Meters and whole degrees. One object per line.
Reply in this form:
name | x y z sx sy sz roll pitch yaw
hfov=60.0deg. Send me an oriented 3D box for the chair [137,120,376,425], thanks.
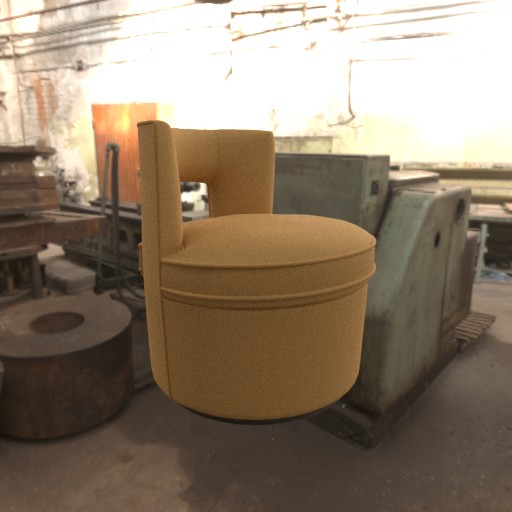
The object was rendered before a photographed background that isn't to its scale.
chair | 0.000 0.000 1.263 0.665 0.723 0.650 7 15 26
